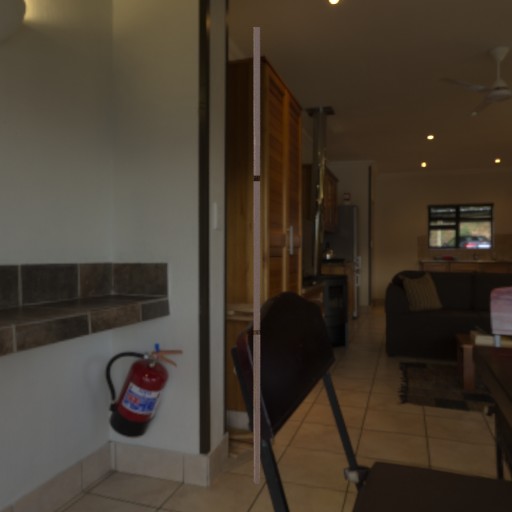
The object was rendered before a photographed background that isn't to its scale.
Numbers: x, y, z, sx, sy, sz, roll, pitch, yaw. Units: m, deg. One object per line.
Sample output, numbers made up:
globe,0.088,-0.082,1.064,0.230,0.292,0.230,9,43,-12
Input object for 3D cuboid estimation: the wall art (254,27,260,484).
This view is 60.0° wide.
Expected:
wall art,0.000,0.000,1.344,0.013,0.914,0.915,0,0,0
